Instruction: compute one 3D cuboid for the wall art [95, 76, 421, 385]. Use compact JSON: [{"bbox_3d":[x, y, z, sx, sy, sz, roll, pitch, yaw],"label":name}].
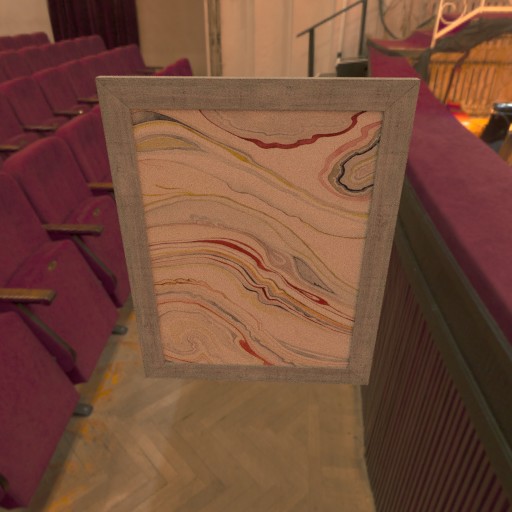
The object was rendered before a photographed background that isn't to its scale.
[{"bbox_3d":[0.000,0.000,0.814,0.481,0.613,0.020,1,30,2],"label":"wall art"}]
